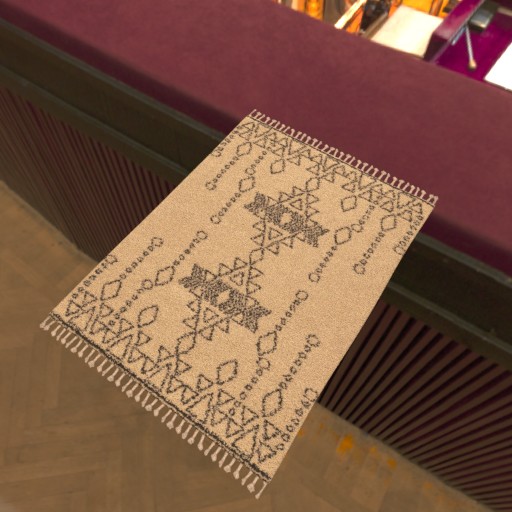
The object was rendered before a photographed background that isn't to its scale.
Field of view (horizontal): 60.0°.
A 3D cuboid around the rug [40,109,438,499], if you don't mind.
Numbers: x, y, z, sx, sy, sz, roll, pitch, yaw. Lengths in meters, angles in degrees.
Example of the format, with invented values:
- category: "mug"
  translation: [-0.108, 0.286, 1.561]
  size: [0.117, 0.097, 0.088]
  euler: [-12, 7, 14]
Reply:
- category: "rug"
  translation: [0.000, 0.000, 3.826]
  size: [2.125, 0.028, 3.027]
  euler: [30, 64, 17]
